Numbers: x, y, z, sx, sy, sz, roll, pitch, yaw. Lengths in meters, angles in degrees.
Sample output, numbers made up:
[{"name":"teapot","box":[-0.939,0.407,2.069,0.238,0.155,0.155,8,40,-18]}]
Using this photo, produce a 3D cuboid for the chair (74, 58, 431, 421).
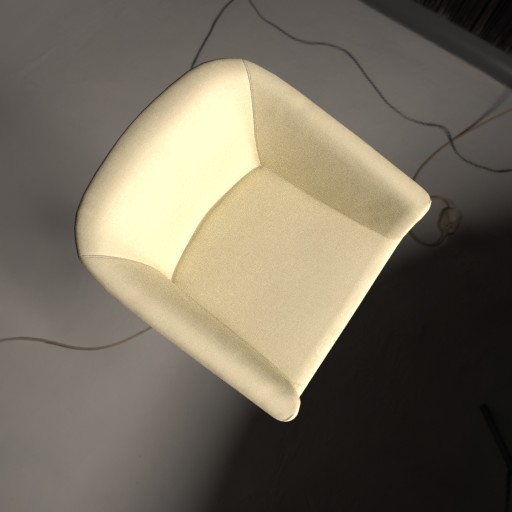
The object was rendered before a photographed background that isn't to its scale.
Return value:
[{"name":"chair","box":[0.000,0.000,1.293,0.657,0.822,0.643,34,78,8]}]
